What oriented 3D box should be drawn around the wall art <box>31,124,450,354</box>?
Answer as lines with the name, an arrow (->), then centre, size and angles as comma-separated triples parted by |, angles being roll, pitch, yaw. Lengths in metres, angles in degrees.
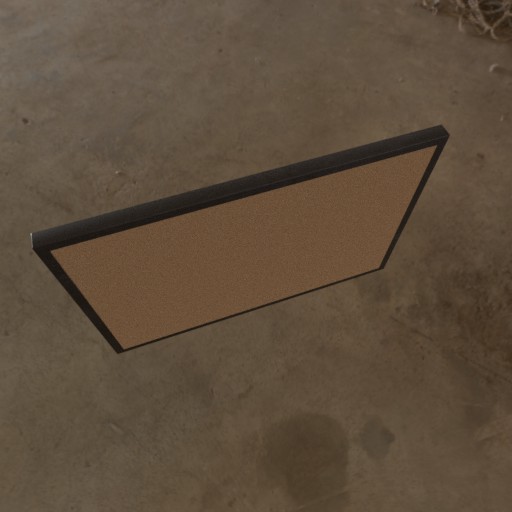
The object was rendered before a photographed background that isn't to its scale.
wall art -> 0.000, 0.000, 1.185 | 0.912, 0.612, 0.038 | -17, 60, -10
